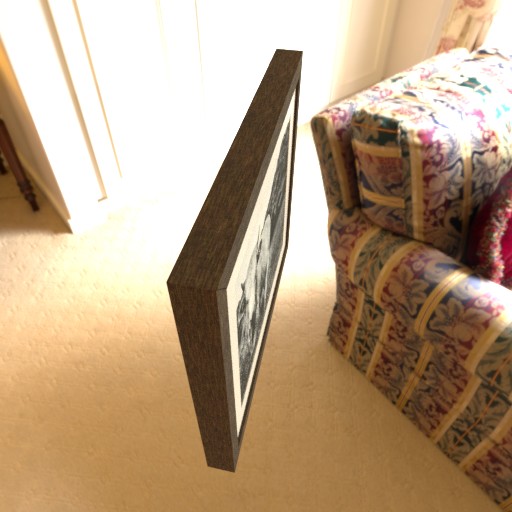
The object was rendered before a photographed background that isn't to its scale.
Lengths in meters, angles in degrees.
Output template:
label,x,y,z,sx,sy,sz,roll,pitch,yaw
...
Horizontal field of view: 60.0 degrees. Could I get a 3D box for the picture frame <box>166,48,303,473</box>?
label,x,y,z,sx,sy,sz,roll,pitch,yaw
picture frame,0.000,0.000,0.523,0.033,0.330,0.378,9,47,9
